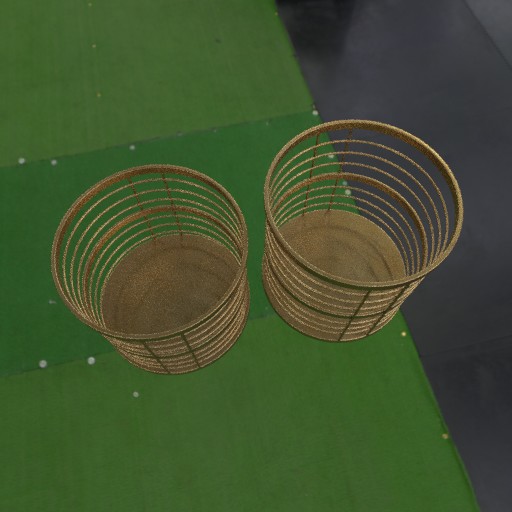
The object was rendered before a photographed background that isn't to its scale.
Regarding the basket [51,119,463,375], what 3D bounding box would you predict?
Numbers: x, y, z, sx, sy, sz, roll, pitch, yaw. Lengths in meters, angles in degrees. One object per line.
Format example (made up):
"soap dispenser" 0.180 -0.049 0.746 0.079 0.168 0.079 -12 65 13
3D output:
"basket" 0.000 0.000 0.937 0.746 0.351 0.356 -10 65 -5
